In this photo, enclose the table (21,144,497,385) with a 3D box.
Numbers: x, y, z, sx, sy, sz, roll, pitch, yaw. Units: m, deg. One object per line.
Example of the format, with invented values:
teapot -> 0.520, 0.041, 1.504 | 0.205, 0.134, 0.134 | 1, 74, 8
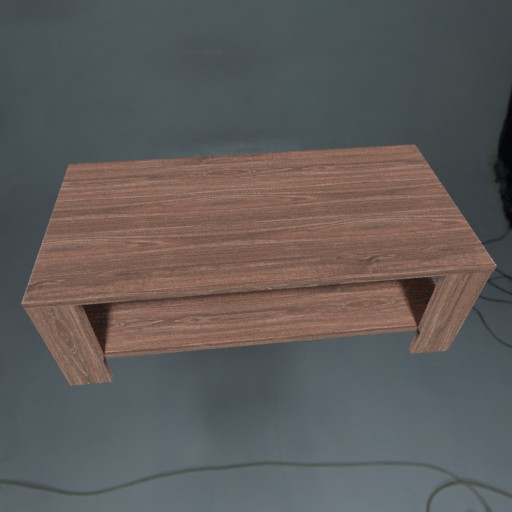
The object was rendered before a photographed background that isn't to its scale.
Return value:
table -> 0.000, 0.000, 1.464 | 1.200, 0.400, 0.600 | -4, 45, -4
